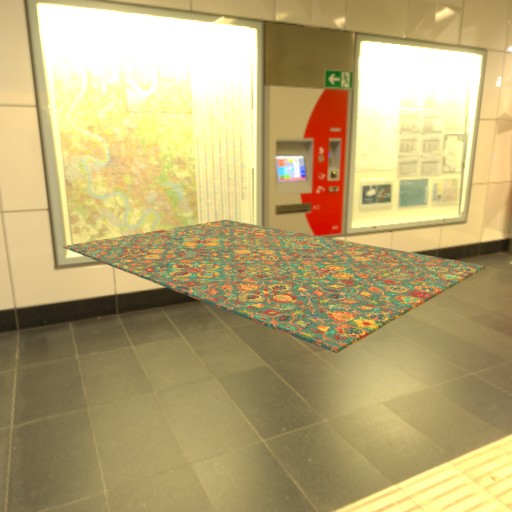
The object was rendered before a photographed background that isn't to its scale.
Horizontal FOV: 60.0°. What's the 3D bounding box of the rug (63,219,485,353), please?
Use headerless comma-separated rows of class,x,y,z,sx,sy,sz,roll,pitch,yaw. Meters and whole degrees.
rug,0.000,0.000,2.852,2.290,0.016,1.527,14,20,43
